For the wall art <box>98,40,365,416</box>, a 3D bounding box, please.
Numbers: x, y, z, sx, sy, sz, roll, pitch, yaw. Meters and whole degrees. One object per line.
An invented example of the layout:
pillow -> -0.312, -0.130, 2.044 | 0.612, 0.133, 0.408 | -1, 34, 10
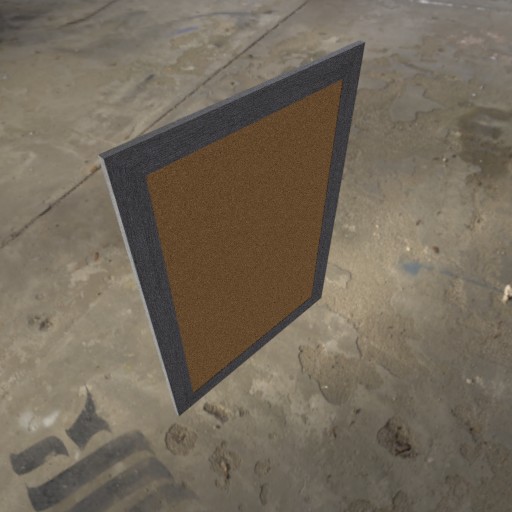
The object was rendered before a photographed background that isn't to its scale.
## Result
wall art -> 0.000, 0.000, 1.363 | 0.768, 1.070, 0.020 | -35, 55, -28
